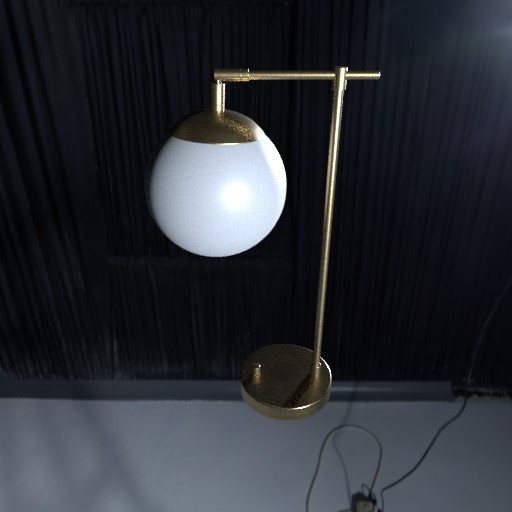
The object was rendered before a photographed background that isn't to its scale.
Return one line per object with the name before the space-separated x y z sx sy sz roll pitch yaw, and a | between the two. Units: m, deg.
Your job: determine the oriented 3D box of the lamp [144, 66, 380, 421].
lamp | 0.000 0.000 0.710 0.324 0.559 0.207 0 28 0
